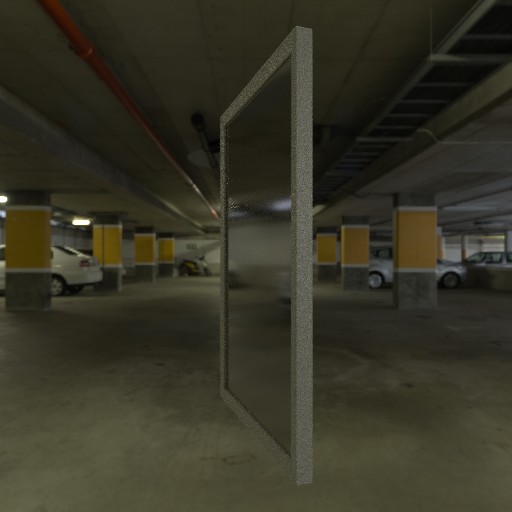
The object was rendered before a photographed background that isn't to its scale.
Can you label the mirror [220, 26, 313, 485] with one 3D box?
[{"bbox_3d":[0.000,0.000,1.176,0.041,0.914,0.609,0,0,-19],"label":"mirror"}]
